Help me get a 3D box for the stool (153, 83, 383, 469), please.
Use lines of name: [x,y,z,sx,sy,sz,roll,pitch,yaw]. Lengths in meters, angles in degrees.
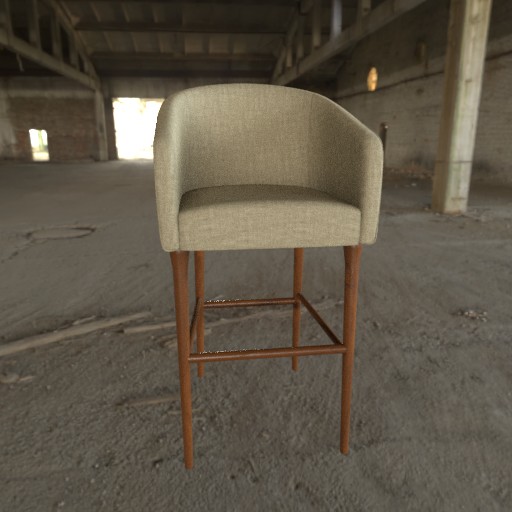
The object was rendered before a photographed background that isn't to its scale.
stool: [0.000,0.000,1.397,0.559,1.078,0.607,-2,15,-7]
